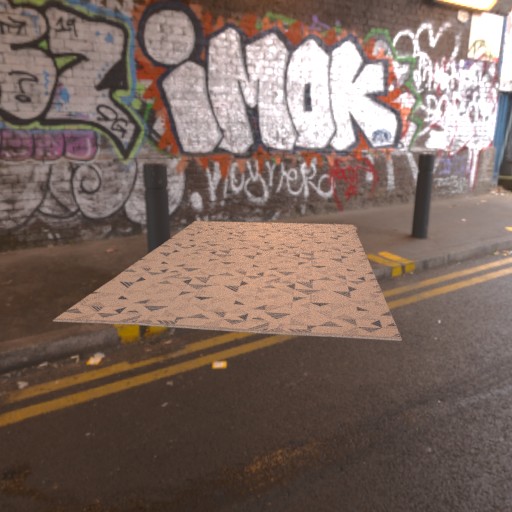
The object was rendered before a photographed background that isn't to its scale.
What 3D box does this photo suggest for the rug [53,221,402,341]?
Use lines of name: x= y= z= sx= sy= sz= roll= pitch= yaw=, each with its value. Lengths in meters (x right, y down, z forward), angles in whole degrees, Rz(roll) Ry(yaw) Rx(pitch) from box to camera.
rug: x=0.000 y=0.000 z=3.057 sx=1.512 sy=0.009 sz=2.457 roll=2 pitch=15 yaw=7
